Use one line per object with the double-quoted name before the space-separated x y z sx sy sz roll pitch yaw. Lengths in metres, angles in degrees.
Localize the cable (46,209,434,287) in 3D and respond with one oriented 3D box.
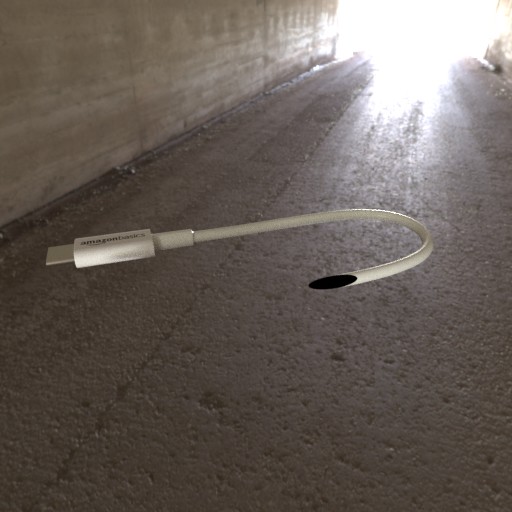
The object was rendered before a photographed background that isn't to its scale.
"cable" 0.000 0.000 0.110 0.098 0.005 0.041 -9 31 -15
